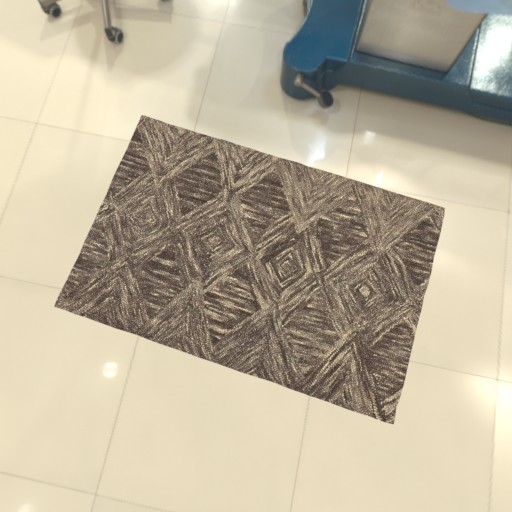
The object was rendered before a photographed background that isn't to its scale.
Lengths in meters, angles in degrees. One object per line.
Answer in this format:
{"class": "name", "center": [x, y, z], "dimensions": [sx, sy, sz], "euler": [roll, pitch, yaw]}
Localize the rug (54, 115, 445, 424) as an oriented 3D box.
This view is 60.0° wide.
{"class": "rug", "center": [0.000, 0.000, 2.368], "dimensions": [1.814, 0.012, 1.186], "euler": [18, 76, 5]}
